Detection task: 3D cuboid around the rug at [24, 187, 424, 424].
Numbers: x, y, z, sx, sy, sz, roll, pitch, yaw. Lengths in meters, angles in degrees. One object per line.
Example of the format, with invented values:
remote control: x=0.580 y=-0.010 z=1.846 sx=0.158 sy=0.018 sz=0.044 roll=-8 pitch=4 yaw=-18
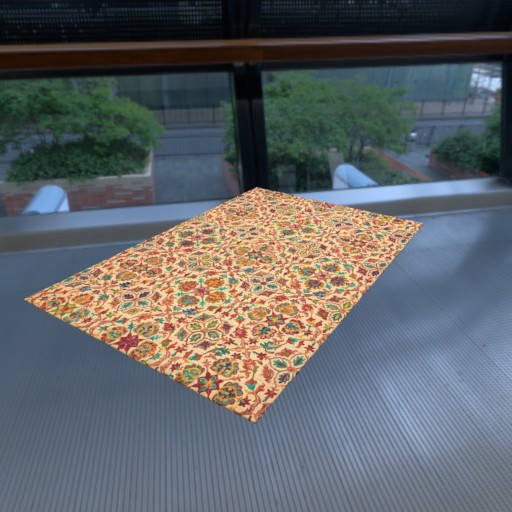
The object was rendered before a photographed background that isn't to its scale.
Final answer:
rug: x=0.000 y=0.000 z=2.321 sx=1.226 sy=0.013 sz=1.838 roll=17 pitch=32 yaw=30
